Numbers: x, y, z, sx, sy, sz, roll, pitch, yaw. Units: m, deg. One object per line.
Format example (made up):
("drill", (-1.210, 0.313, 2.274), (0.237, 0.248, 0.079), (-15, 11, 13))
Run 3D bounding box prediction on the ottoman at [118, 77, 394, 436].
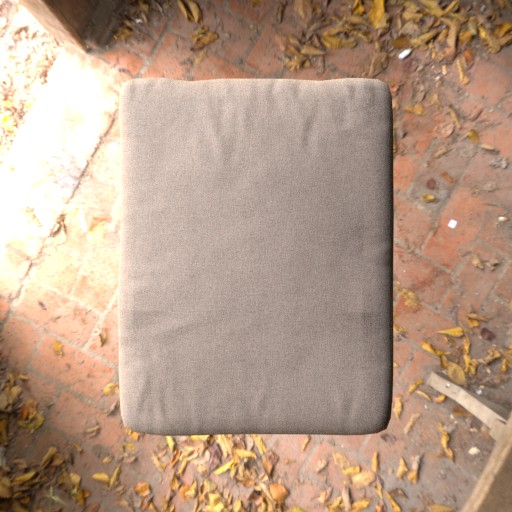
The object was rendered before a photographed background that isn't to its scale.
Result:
("ottoman", (0.000, 0.000, 1.297), (0.692, 0.511, 0.902), (0, 90, 0))
